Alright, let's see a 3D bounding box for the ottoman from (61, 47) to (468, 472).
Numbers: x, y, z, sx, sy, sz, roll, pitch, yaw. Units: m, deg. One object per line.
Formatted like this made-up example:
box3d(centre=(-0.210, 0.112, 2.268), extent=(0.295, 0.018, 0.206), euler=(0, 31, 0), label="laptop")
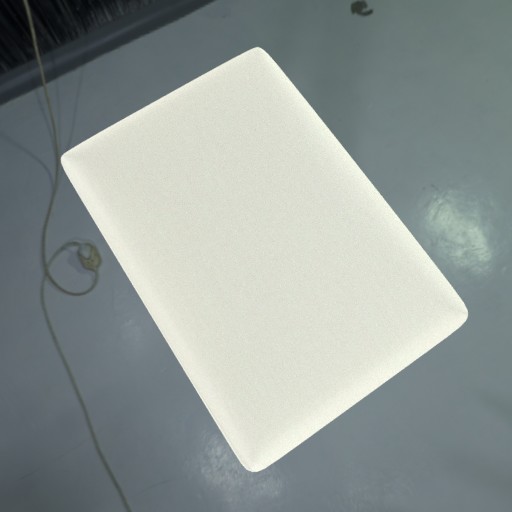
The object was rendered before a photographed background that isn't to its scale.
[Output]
box3d(centre=(0.000, 0.000, 1.180), extent=(0.581, 0.497, 0.835), euler=(-33, 77, -8), label="ottoman")
